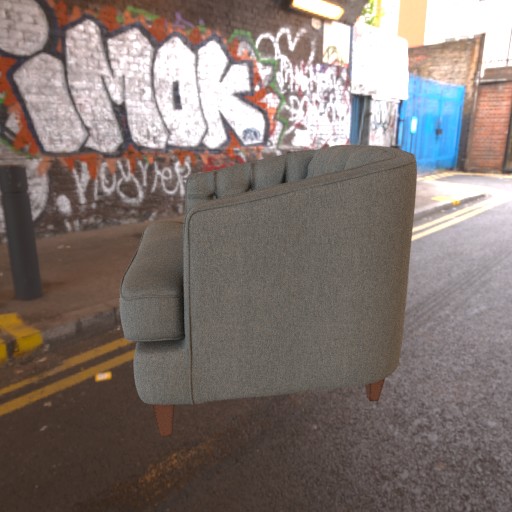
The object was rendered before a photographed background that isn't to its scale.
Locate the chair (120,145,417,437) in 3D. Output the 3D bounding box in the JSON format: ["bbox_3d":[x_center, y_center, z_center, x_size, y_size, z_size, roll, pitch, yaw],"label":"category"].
[{"bbox_3d":[0.000,0.000,1.759,0.945,0.852,1.094,-2,15,-8],"label":"chair"}]
